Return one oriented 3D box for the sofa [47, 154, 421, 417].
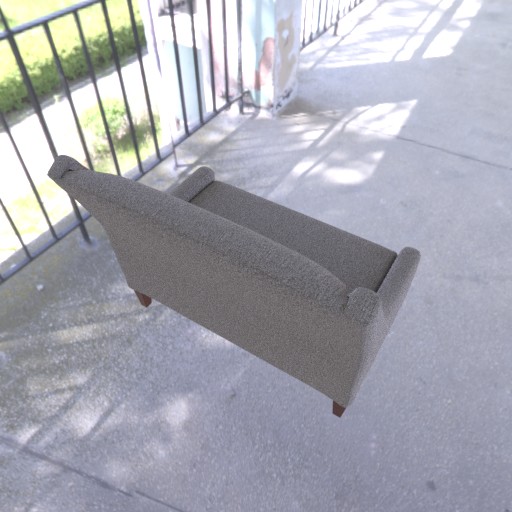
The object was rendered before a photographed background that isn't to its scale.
[{"bbox_3d":[0.000,0.000,1.932,1.242,1.026,0.862,25,52,21],"label":"sofa"}]
